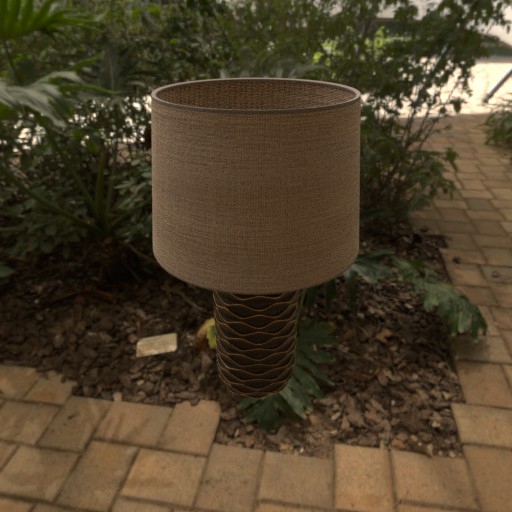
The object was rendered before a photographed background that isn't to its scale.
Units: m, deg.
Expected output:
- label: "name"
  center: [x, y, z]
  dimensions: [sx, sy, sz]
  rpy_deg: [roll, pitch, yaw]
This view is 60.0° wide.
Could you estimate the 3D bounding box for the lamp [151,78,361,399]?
- label: "lamp"
  center: [0.000, 0.000, 0.842]
  dimensions: [0.376, 0.594, 0.376]
  rpy_deg: [0, 29, 0]
